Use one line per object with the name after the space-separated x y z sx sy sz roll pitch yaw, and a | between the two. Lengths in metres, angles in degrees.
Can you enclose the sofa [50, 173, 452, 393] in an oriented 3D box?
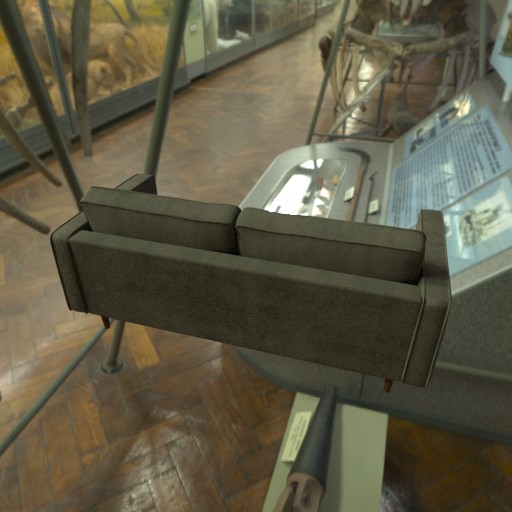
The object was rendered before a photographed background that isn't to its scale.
0.000 0.000 2.442 1.920 0.825 0.924 9 33 14 | sofa
